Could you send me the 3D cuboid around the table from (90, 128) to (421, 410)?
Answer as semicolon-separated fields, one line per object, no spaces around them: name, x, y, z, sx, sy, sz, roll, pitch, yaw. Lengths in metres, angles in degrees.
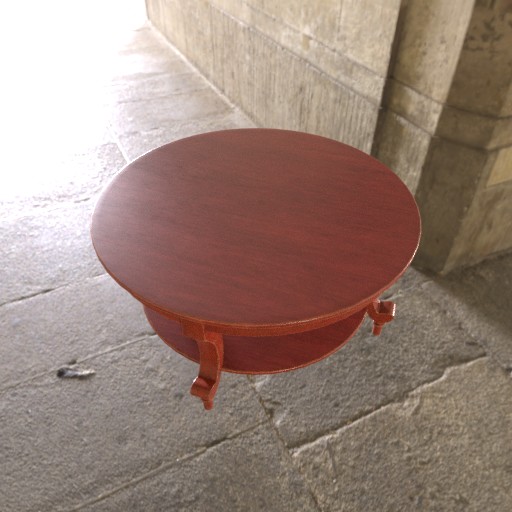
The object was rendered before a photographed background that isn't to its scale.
table;0.000;0.000;1.584;1.029;0.486;1.029;0;42;0
